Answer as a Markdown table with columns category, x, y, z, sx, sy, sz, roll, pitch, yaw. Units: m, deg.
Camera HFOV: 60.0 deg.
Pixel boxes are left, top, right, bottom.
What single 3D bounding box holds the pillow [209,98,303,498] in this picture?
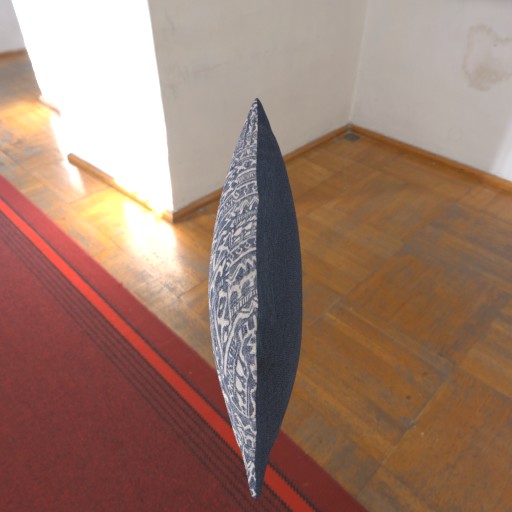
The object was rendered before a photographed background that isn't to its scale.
| category | x | y | z | sx | sy | sz | roll | pitch | yaw |
| --- | --- | --- | --- | --- | --- | --- | --- | --- | --- |
| pillow | 0.000 | 0.000 | 0.719 | 0.148 | 0.292 | 0.631 | 0 | 41 | 0 |
